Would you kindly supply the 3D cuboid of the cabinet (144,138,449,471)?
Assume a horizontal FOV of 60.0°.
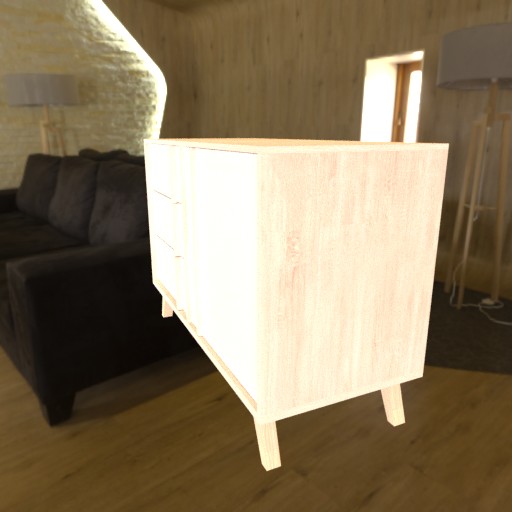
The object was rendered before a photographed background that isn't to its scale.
[{"bbox_3d":[0.000,0.000,1.548,0.500,0.780,1.110,-7,17,-24],"label":"cabinet"}]
